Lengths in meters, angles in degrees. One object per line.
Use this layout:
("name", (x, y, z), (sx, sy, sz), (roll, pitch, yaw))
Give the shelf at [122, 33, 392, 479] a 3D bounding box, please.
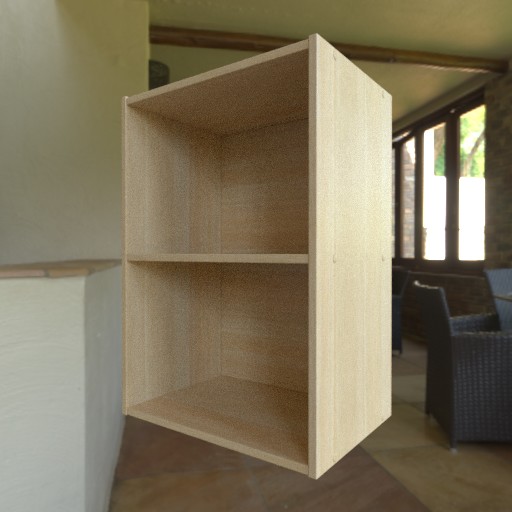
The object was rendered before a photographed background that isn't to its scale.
("shelf", (0.000, 0.000, 0.825), (0.414, 0.592, 0.290), (0, 0, 36))
